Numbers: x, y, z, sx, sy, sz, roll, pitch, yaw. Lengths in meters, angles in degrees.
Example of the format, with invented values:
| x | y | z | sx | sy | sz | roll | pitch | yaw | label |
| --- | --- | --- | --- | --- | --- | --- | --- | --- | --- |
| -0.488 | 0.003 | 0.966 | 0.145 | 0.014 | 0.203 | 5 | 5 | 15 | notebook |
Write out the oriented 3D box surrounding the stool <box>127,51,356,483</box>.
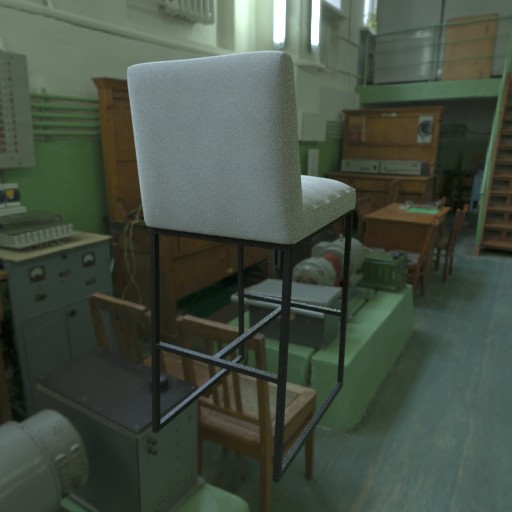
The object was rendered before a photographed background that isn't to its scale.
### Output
| x | y | z | sx | sy | sz | roll | pitch | yaw | label |
| --- | --- | --- | --- | --- | --- | --- | --- | --- | --- |
| 0.000 | 0.000 | 1.368 | 0.464 | 1.061 | 0.573 | 8 | 17 | 28 | stool |
